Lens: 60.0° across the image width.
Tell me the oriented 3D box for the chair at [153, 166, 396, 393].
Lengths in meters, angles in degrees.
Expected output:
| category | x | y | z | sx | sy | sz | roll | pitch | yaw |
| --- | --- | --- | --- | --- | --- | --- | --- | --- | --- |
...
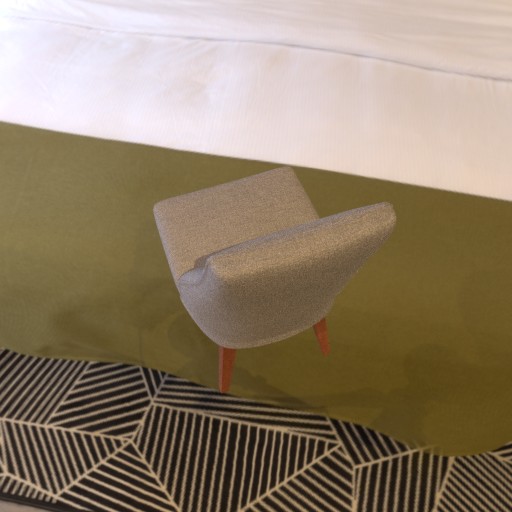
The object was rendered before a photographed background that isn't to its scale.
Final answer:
| category | x | y | z | sx | sy | sz | roll | pitch | yaw |
| --- | --- | --- | --- | --- | --- | --- | --- | --- | --- |
| chair | 0.000 | 0.000 | 1.319 | 0.500 | 0.930 | 0.620 | -18 | 59 | -11 |
